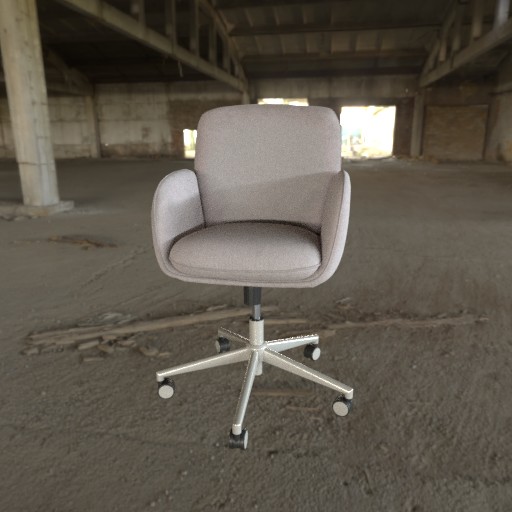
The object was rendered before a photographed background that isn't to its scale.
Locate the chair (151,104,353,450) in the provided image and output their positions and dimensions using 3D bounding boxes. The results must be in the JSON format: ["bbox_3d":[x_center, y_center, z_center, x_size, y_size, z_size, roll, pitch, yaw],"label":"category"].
[{"bbox_3d":[0.000,0.000,1.408,0.648,0.959,0.654,3,15,9],"label":"chair"}]
